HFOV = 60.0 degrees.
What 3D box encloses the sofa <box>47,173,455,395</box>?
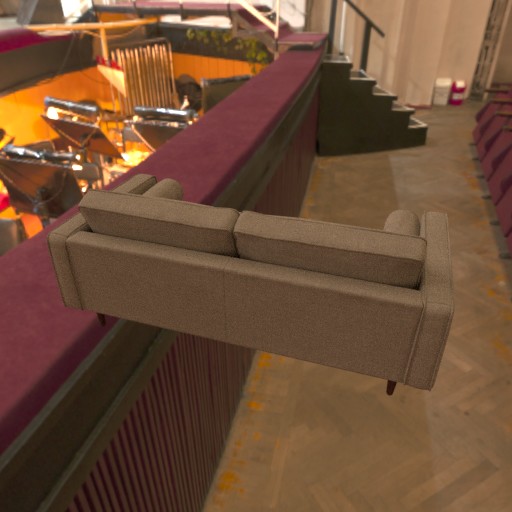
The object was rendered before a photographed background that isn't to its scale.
[{"bbox_3d":[0.000,0.000,2.342,1.879,0.762,0.914,10,33,15],"label":"sofa"}]
